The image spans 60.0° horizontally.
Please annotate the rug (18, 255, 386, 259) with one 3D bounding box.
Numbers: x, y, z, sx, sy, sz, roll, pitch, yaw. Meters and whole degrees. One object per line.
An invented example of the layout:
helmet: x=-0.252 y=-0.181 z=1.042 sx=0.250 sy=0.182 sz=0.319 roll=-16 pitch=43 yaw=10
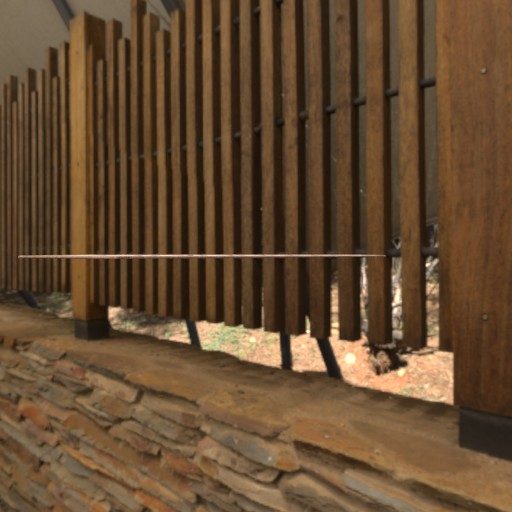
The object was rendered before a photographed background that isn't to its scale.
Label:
rug: x=0.000 y=0.000 z=2.633 sx=0.685 sy=0.013 sz=2.437 roll=0 pitch=0 yaw=37
